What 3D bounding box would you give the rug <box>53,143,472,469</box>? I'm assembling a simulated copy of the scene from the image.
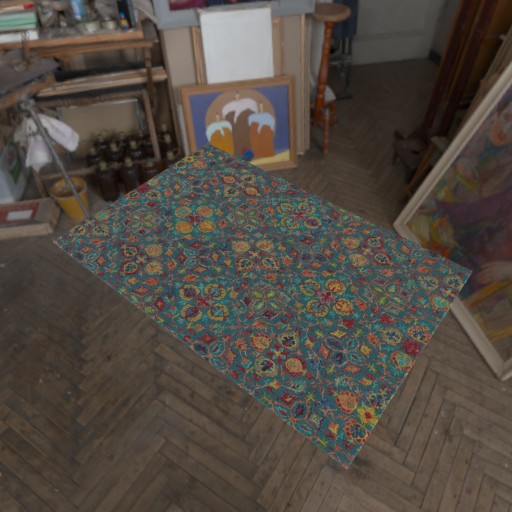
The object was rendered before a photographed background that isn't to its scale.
[{"bbox_3d":[0.000,0.000,2.311,1.836,0.014,1.216,31,54,25],"label":"rug"}]
